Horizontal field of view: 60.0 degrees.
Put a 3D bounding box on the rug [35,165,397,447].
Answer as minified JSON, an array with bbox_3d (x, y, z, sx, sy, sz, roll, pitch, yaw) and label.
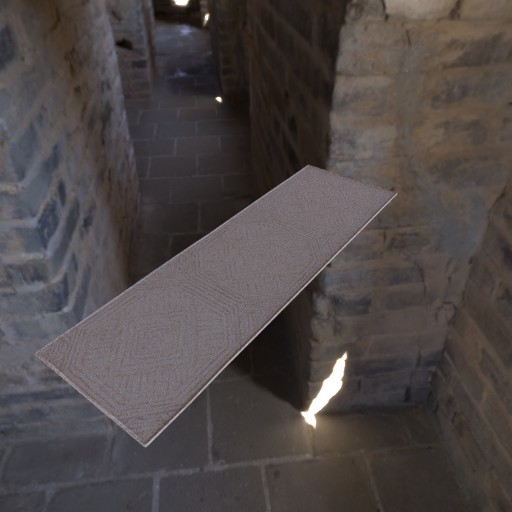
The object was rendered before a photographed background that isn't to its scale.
[{"bbox_3d":[0.000,0.000,2.679,0.775,0.012,2.452,25,44,28],"label":"rug"}]
